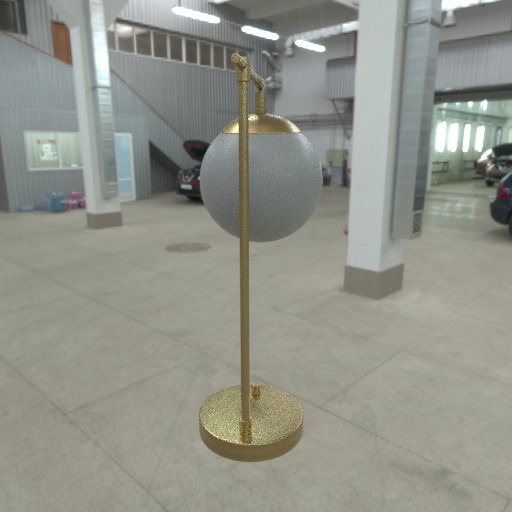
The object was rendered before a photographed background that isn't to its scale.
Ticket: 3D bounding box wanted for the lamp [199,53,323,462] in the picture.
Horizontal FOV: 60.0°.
[{"bbox_3d":[0.000,0.000,0.722,0.207,0.559,0.324,2,14,8],"label":"lamp"}]
